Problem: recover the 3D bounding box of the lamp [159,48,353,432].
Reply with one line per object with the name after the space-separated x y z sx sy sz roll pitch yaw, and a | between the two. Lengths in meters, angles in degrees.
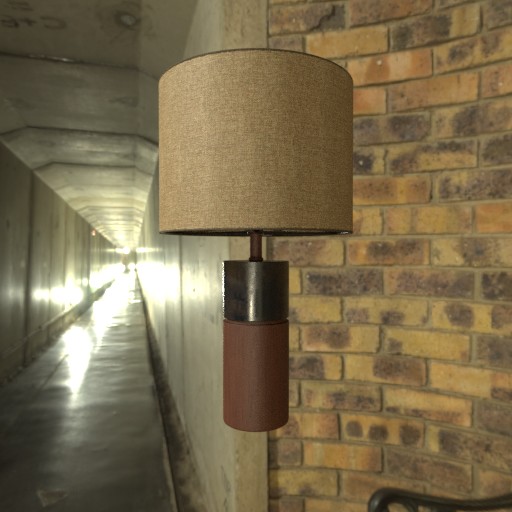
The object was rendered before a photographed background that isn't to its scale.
0.000 0.000 0.472 0.202 0.350 0.202 0 1 0 | lamp
